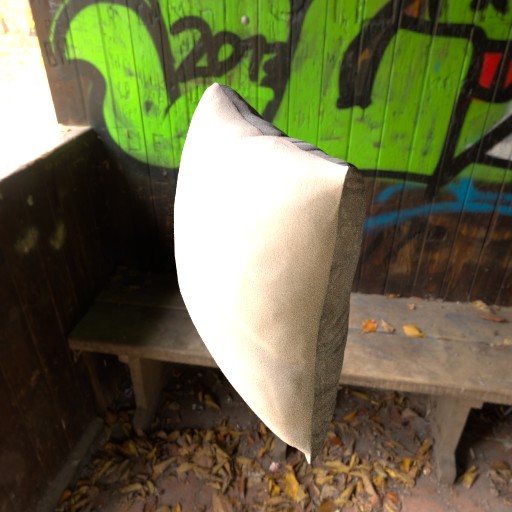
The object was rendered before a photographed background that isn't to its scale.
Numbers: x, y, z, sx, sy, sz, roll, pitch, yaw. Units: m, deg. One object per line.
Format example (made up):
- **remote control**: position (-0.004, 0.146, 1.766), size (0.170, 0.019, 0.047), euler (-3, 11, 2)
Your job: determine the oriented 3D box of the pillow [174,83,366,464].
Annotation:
- **pillow**: position (0.000, 0.000, 0.701), size (0.245, 0.448, 0.450), euler (-10, 33, -16)
